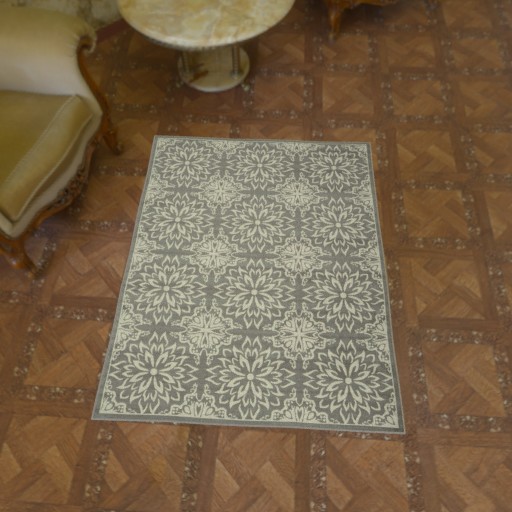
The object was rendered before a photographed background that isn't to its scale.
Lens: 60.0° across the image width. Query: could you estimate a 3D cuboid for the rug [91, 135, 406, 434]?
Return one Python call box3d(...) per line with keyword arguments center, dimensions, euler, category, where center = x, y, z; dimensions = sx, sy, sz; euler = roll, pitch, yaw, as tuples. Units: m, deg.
box3d(center=(0.000, 0.000, 4.081), dimensions=(2.363, 0.012, 2.980), euler=(2, 59, 1), category="rug")
